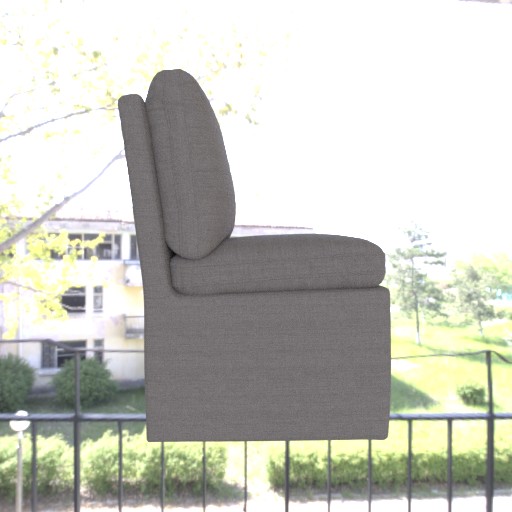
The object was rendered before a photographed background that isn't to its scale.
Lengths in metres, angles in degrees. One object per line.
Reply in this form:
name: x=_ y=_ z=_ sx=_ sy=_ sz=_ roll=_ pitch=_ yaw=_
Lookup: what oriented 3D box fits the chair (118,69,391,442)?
chair: x=0.000 y=0.000 z=1.326 sx=0.698 sy=0.927 sz=0.503 roll=0 pitch=1 yaw=-2
